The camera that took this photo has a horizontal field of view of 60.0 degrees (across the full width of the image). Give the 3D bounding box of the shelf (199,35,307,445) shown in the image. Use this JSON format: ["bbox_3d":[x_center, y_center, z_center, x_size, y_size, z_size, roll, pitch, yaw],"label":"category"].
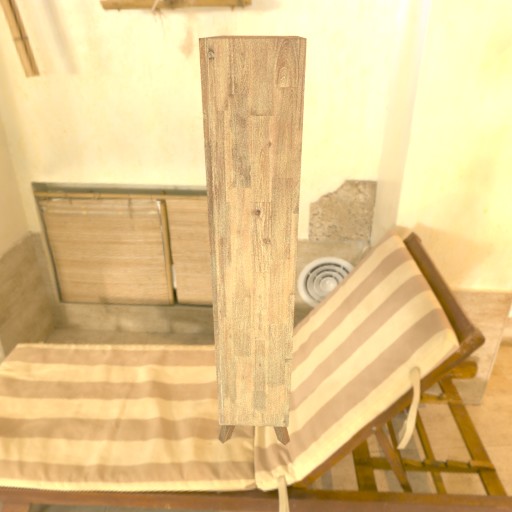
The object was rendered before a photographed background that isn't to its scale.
[{"bbox_3d":[0.000,0.000,1.513,0.267,1.342,0.491,1,27,2],"label":"shelf"}]
